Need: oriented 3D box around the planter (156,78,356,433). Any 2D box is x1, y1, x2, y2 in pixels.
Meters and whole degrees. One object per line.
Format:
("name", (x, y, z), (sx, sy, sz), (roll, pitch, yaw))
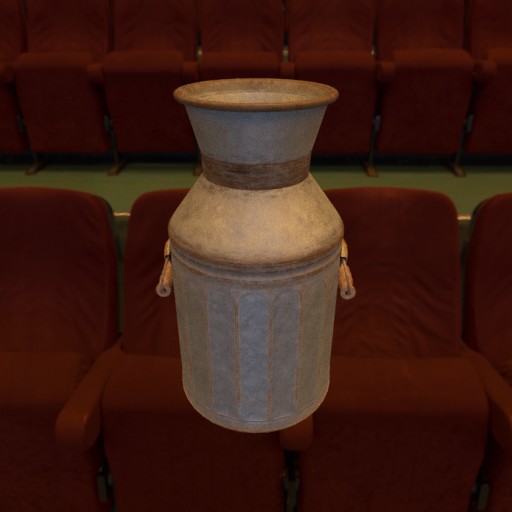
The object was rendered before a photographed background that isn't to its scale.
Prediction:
("planter", (0.000, 0.000, 0.556), (0.245, 0.396, 0.214), (1, 29, 1))
